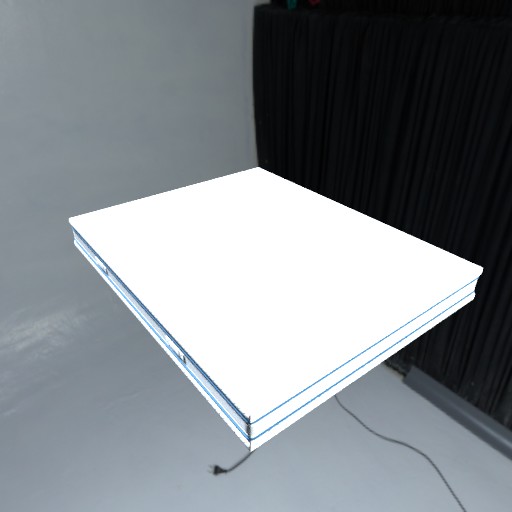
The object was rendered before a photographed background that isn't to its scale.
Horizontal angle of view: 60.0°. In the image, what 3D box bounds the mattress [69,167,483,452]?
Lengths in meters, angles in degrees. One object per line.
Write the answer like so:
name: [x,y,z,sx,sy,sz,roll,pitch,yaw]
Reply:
mattress: [0.000,0.000,2.732,1.600,0.230,2.000,-22,37,-32]
